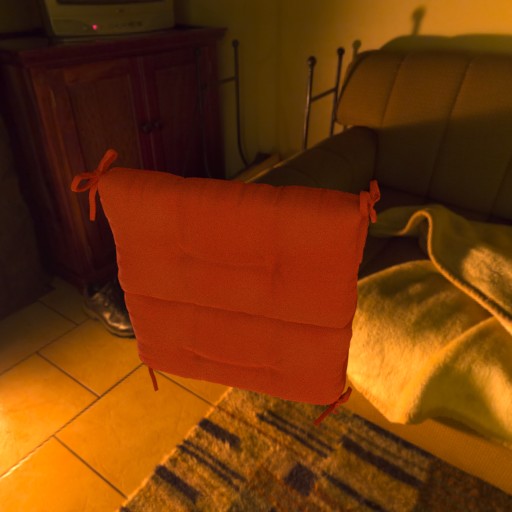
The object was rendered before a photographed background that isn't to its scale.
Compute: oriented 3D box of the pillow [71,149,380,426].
[{"bbox_3d":[0.000,0.000,1.042,0.519,0.605,0.571,8,33,13],"label":"pillow"}]
